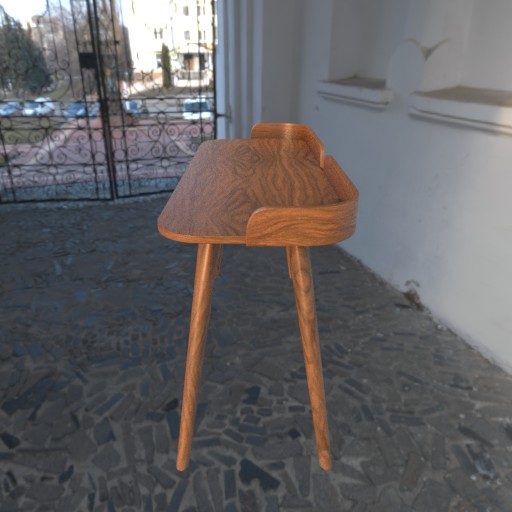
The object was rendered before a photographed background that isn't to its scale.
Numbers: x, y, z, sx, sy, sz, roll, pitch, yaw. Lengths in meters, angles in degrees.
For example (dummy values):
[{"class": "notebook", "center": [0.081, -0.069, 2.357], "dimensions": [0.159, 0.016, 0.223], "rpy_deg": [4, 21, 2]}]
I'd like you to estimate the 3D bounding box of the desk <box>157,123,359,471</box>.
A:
[{"class": "desk", "center": [0.000, 0.000, 1.681], "dimensions": [0.486, 0.800, 1.256], "rpy_deg": [0, 25, 0]}]
